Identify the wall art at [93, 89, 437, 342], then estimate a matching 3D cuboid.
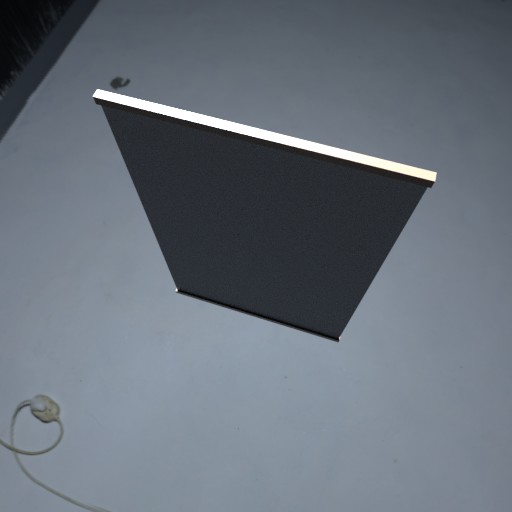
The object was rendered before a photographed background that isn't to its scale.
[{"bbox_3d":[0.000,0.000,1.908,0.990,1.519,0.030,16,64,8],"label":"wall art"}]
